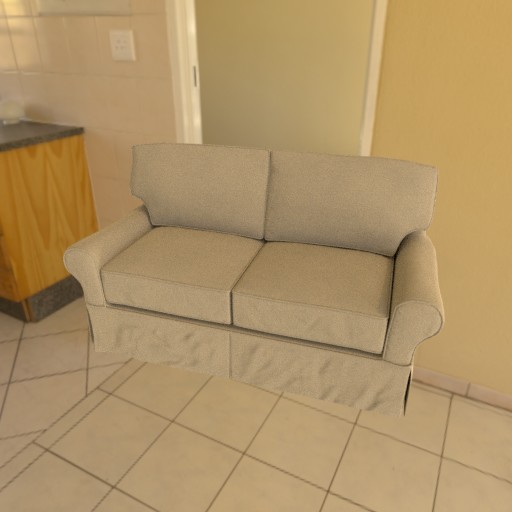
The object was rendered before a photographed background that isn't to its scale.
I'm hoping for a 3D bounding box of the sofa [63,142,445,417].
[{"bbox_3d":[0.000,0.000,2.341,1.823,1.024,0.841,8,28,16],"label":"sofa"}]
